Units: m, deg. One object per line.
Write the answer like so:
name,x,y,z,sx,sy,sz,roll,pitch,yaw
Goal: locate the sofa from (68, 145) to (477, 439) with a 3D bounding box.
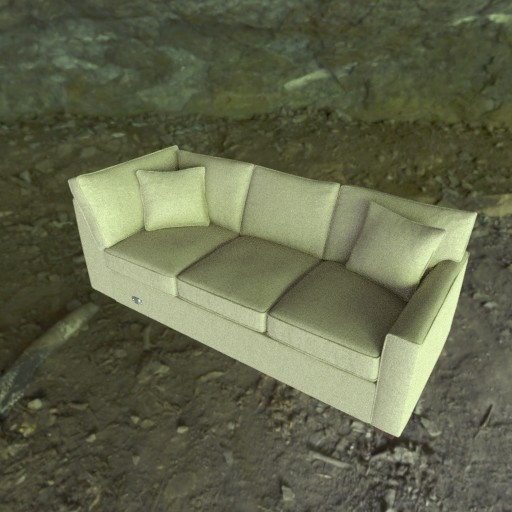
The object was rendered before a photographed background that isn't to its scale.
sofa,0.000,0.000,2.832,2.323,0.948,1.053,19,34,30
